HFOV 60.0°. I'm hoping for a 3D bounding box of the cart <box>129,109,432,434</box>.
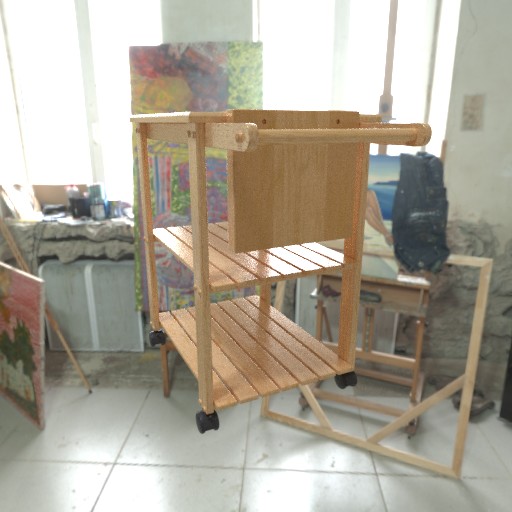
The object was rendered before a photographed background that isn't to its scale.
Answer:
[{"bbox_3d":[0.000,0.000,1.321,0.520,0.816,0.843,-8,19,-25],"label":"cart"}]
